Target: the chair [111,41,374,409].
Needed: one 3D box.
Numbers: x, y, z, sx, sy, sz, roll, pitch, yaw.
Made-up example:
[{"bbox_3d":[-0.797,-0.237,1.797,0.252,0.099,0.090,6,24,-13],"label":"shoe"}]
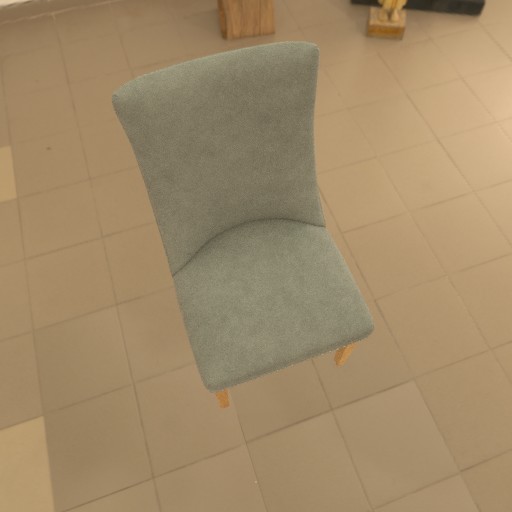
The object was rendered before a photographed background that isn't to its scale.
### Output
[{"bbox_3d":[0.000,0.000,1.252,0.495,0.902,0.610,-18,64,-9],"label":"chair"}]
